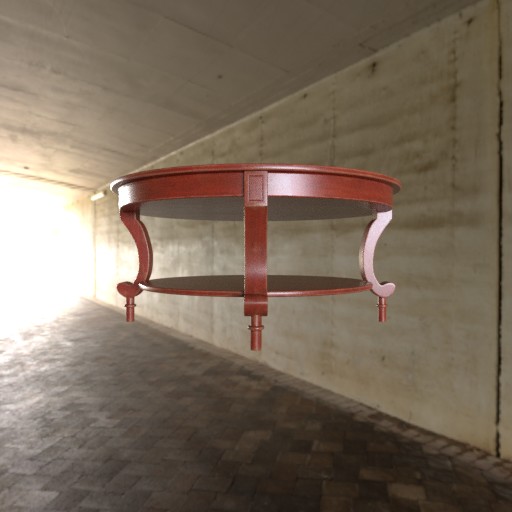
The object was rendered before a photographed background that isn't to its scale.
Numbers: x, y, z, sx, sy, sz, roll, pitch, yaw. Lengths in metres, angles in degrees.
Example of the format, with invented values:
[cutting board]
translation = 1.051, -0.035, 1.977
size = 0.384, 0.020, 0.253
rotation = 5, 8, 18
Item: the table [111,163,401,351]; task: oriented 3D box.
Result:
[table]
translation = 0.000, 0.000, 1.643
size = 1.029, 0.486, 1.029
rotation = 0, 1, 0
